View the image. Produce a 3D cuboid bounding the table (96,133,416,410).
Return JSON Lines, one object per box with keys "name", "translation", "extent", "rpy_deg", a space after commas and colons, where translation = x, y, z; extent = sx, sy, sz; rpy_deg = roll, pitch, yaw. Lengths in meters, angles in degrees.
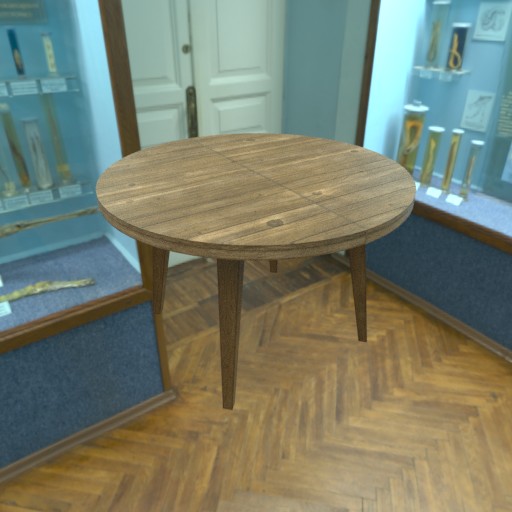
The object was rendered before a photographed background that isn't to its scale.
{"name": "table", "translation": [0.000, 0.000, 1.948], "extent": [1.213, 0.764, 1.213], "rpy_deg": [0, 30, 0]}
